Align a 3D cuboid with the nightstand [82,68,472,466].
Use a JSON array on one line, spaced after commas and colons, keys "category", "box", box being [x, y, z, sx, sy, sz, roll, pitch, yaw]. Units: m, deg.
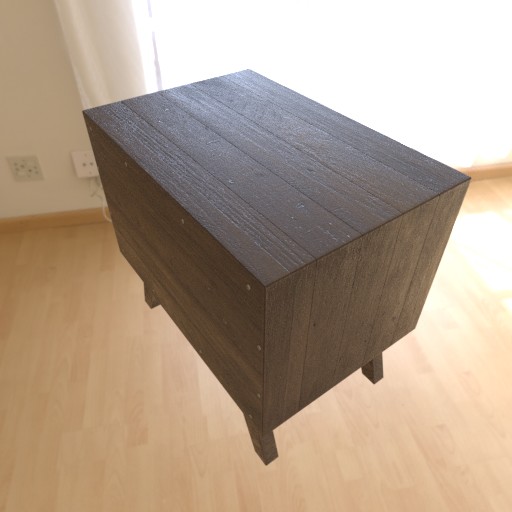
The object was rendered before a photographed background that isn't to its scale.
[{"category": "nightstand", "box": [0.000, 0.000, 1.047, 0.450, 0.599, 0.650, -26, 48, -26]}]
